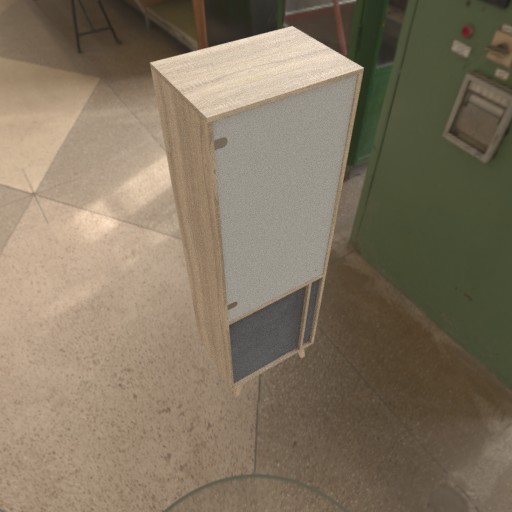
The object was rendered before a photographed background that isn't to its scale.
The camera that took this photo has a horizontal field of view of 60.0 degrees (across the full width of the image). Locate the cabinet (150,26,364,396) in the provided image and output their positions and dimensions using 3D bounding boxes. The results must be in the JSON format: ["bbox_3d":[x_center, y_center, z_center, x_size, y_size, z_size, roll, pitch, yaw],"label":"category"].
[{"bbox_3d":[0.000,0.000,2.126,0.570,1.850,0.400,-25,53,-21],"label":"cabinet"}]
